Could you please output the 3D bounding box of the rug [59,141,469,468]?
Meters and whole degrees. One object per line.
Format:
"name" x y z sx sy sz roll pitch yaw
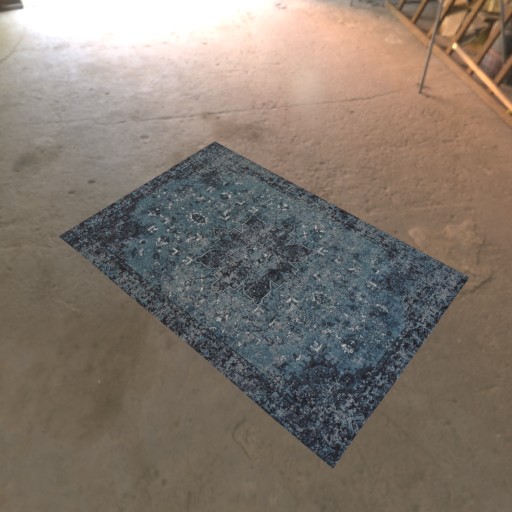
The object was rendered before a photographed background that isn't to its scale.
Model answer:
"rug" 0.000 0.000 2.351 1.828 0.005 1.219 33 56 26
